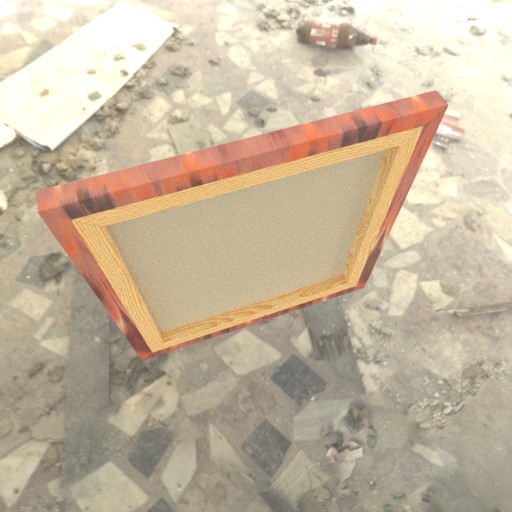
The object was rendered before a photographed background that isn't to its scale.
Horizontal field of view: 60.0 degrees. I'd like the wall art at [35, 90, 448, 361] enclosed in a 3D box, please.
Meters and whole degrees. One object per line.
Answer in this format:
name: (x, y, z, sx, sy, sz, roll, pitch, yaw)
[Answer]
wall art: (0.000, 0.000, 0.885, 0.603, 0.609, 0.037, -17, 60, -10)
